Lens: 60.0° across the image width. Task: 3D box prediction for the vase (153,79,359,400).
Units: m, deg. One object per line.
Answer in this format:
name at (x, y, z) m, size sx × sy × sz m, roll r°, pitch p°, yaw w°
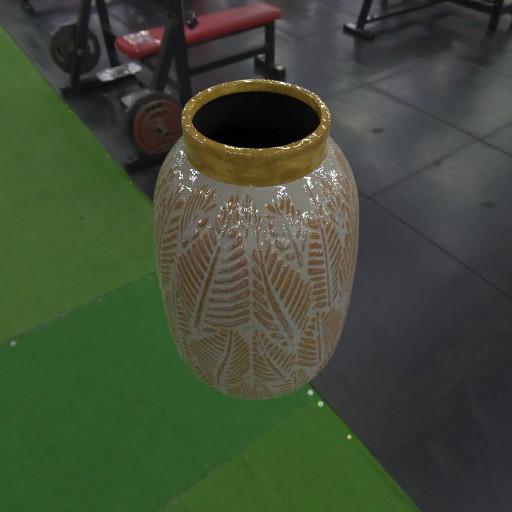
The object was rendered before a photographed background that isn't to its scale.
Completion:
vase at (0.000, 0.000, 0.384) m, size 0.172 × 0.270 × 0.172 m, roll 0°, pitch 46°, yaw 0°
